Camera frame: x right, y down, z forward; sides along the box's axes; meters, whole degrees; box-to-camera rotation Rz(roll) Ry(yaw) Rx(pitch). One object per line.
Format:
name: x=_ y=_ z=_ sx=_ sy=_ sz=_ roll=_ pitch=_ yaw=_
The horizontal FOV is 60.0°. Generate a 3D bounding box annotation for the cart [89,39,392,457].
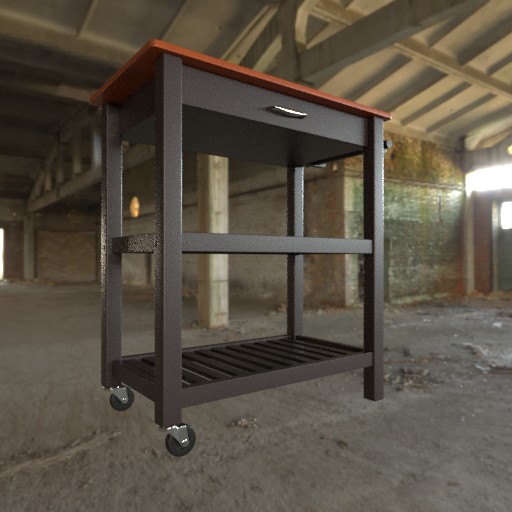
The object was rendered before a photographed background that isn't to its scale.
cart: x=0.000 y=0.000 z=1.396 sx=0.899 sy=0.927 sz=0.457 roll=0 pitch=-1 yaw=-37
